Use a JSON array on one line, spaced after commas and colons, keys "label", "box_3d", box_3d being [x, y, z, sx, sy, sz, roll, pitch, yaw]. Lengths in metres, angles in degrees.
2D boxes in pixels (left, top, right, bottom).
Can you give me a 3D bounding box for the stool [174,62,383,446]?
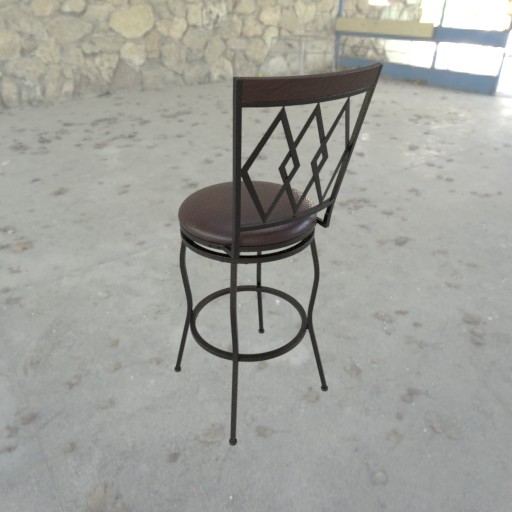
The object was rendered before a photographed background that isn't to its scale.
[{"label": "stool", "box_3d": [0.000, 0.000, 1.391, 0.432, 1.134, 0.521, -19, 35, -30]}]
